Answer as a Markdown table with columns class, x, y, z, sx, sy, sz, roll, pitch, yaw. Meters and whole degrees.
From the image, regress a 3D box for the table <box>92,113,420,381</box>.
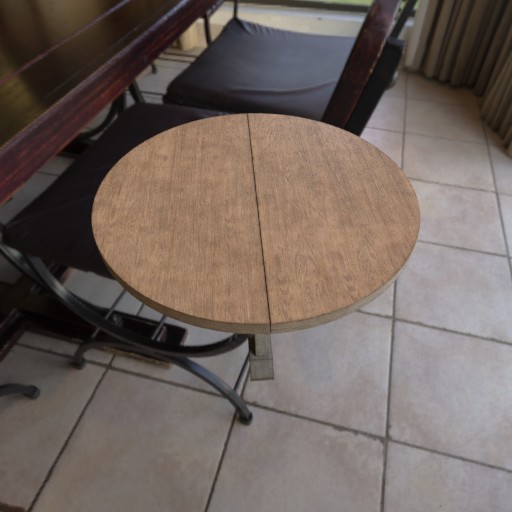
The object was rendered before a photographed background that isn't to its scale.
| class | x | y | z | sx | sy | sz | roll | pitch | yaw |
| --- | --- | --- | --- | --- | --- | --- | --- | --- | --- |
| table | 0.000 | 0.000 | 2.173 | 1.363 | 0.781 | 1.363 | 0 | 46 | 0 |
